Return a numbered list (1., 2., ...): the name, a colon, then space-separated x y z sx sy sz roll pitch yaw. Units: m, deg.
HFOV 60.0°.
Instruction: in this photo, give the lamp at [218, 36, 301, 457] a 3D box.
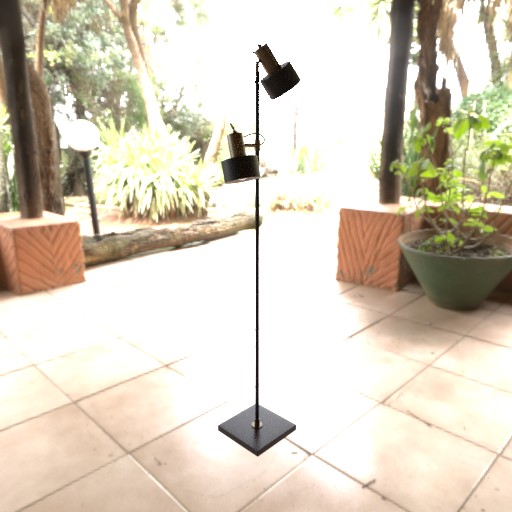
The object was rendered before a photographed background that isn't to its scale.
1. lamp: 0.000 0.000 1.665 0.233 1.505 0.315 13 19 43
